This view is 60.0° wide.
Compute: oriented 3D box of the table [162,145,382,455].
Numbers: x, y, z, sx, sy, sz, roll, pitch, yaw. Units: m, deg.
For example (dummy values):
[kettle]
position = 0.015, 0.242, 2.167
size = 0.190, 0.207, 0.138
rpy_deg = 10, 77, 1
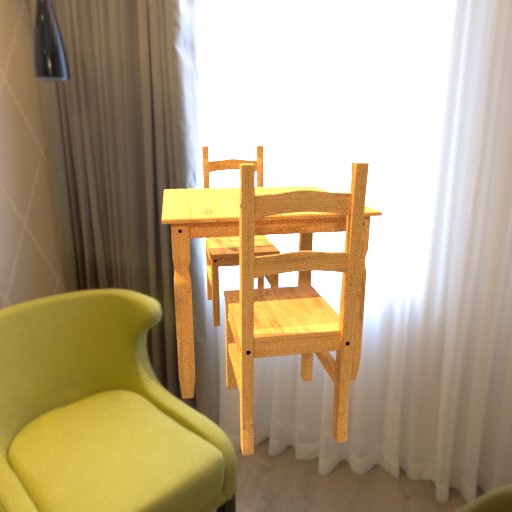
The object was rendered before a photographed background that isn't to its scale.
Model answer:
[table]
position = 0.000, 0.000, 2.048
size = 0.813, 0.942, 1.501
rpy_deg = -3, 16, -10
